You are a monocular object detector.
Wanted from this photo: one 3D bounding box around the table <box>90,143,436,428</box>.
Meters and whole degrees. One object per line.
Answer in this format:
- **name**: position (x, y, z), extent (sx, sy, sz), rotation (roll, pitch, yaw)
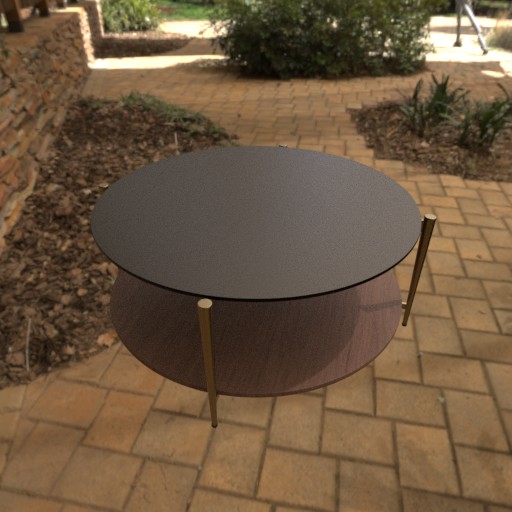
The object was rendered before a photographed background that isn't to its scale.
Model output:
- **table**: position (0.000, 0.000, 1.423), extent (0.938, 0.400, 0.938), rotation (-10, 34, -15)
